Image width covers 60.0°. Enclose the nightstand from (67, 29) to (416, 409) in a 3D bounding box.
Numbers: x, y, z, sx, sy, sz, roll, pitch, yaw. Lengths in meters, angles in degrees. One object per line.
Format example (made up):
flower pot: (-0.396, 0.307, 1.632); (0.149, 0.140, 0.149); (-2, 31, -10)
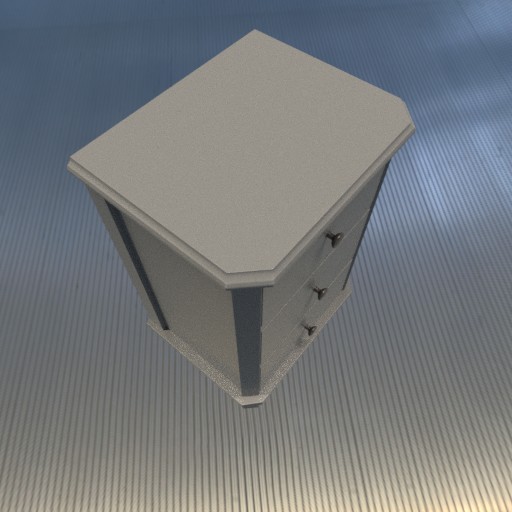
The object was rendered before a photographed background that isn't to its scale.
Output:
nightstand: (0.000, 0.000, 0.943); (0.348, 0.680, 0.435); (35, 64, 20)
